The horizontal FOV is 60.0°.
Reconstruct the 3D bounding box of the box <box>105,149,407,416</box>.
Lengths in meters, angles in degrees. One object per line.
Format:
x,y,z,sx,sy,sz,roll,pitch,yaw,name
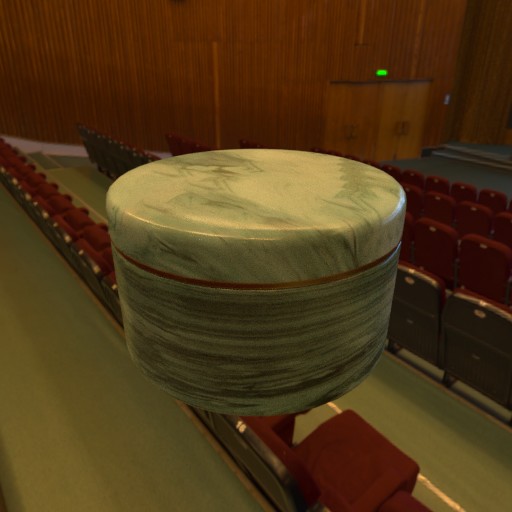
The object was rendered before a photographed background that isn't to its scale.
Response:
0.000,0.000,0.167,0.101,0.063,0.101,0,26,0,box
